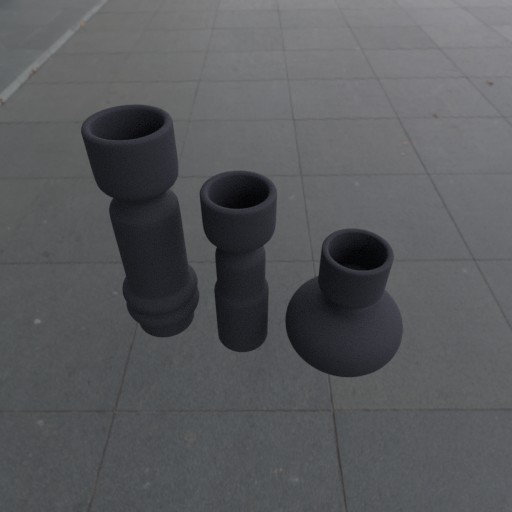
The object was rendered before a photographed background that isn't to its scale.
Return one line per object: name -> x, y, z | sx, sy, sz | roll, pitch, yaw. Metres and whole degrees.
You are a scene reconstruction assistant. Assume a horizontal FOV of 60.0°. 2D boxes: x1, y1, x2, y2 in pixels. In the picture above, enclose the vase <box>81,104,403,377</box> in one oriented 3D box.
vase -> 0.000, 0.000, 0.431 | 0.307, 0.249, 0.120 | 10, 43, 11
